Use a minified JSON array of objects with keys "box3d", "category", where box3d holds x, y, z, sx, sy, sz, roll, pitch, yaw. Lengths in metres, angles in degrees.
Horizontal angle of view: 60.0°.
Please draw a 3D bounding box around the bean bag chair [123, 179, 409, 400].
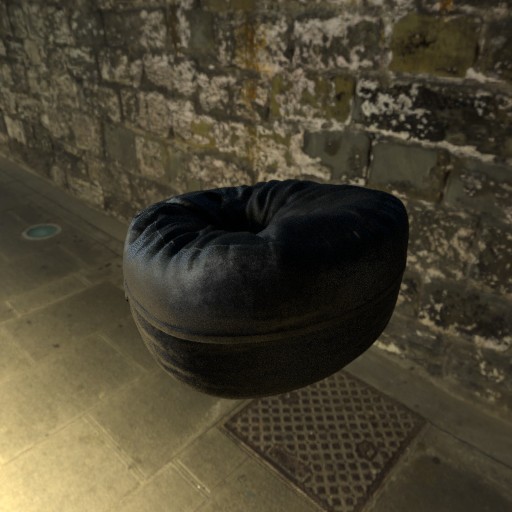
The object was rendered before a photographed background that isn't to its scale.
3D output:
[{"box3d":[0.000,0.000,2.486,1.524,0.878,1.524,-18,35,-29],"category":"bean bag chair"}]
